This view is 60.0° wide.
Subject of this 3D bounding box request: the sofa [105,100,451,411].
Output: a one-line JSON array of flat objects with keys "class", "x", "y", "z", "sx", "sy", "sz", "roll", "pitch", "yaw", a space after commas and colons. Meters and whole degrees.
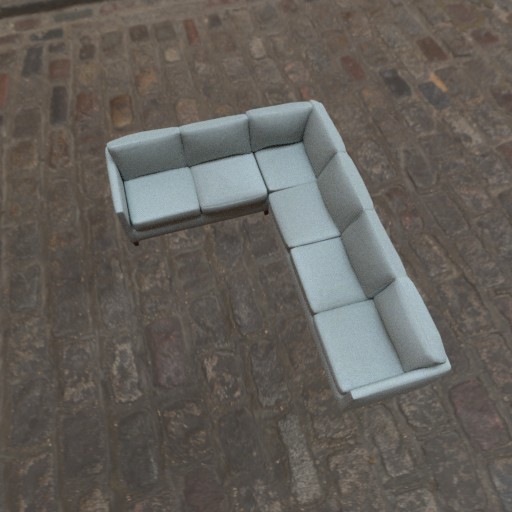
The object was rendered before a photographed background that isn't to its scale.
[{"class": "sofa", "x": 0.000, "y": 0.000, "z": 4.513, "sx": 2.592, "sy": 0.947, "sz": 3.301, "roll": -14, "pitch": 63, "yaw": -7}]
